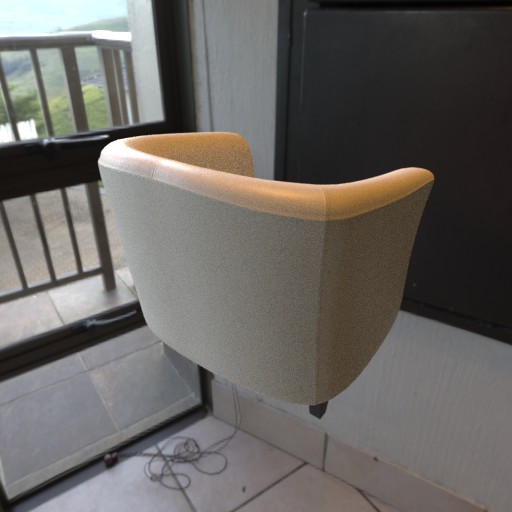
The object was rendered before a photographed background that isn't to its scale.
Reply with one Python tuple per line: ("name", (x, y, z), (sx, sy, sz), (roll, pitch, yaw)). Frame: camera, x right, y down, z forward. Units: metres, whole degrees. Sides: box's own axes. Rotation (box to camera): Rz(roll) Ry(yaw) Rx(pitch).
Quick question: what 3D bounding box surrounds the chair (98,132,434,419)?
("chair", (0.000, 0.000, 1.354), (0.792, 0.756, 0.727), (20, 35, 32))
